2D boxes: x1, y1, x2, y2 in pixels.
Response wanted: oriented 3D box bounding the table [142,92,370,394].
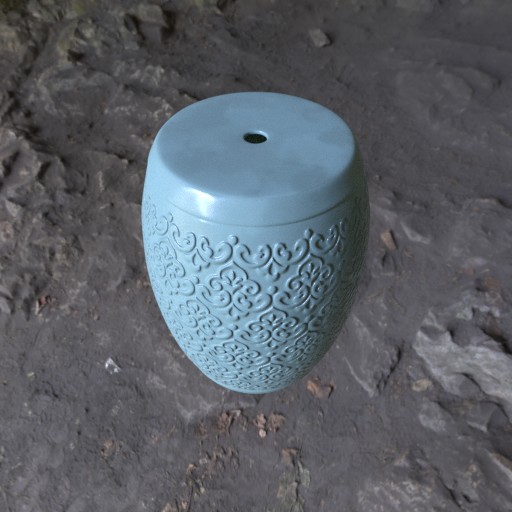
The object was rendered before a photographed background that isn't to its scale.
[{"bbox_3d":[0.000,0.000,0.651,0.309,0.397,0.309,0,46,0],"label":"table"}]
